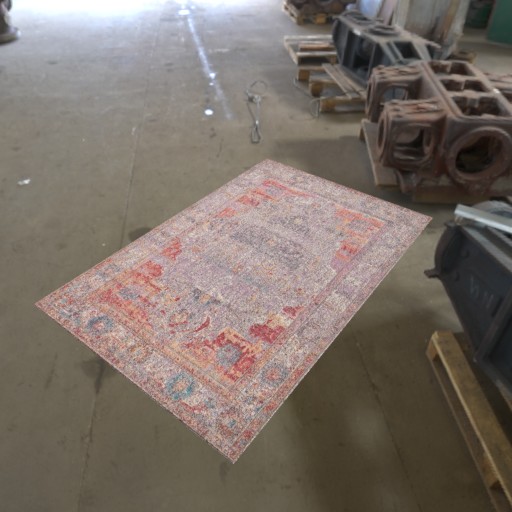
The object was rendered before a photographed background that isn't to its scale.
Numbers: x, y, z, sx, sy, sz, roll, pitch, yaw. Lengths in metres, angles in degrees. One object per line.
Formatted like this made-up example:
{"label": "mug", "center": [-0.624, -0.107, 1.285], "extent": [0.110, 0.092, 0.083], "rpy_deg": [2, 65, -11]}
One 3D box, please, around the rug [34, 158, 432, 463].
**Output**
{"label": "rug", "center": [0.000, 0.000, 2.341], "extent": [1.219, 0.005, 1.829], "rpy_deg": [26, 46, 28]}
